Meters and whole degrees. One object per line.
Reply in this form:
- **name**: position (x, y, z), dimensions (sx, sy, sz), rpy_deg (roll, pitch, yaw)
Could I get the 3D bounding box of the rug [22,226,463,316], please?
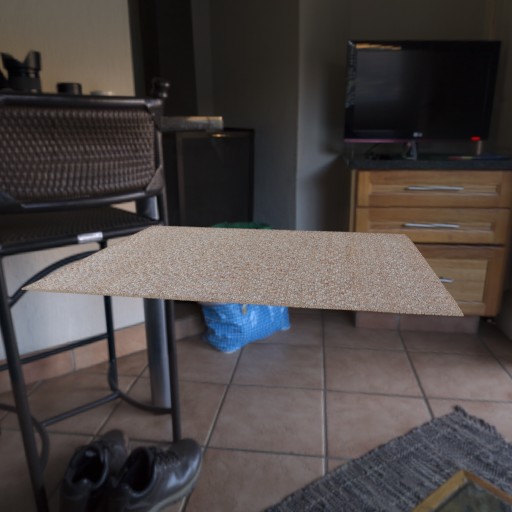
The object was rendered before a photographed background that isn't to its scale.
- **rug**: position (0.000, 0.000, 4.114), dimensions (3.048, 0.013, 2.439), rpy_deg (3, 15, 9)
